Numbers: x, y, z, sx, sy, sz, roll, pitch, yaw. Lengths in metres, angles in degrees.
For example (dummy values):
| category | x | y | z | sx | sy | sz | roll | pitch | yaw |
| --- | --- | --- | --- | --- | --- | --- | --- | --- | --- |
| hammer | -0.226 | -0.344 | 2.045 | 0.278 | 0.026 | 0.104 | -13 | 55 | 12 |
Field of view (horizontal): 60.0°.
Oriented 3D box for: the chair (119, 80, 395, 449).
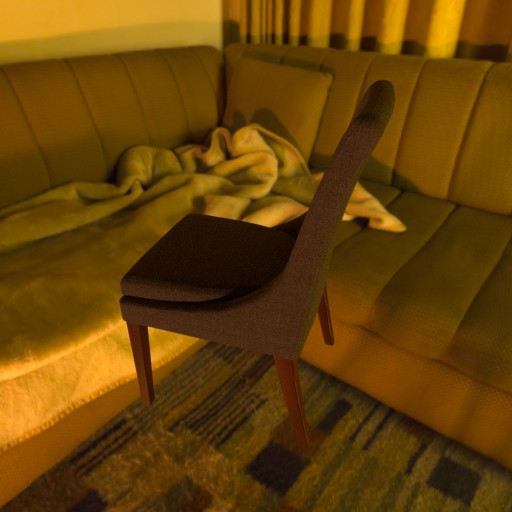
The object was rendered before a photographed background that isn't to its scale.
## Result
| category | x | y | z | sx | sy | sz | roll | pitch | yaw |
| --- | --- | --- | --- | --- | --- | --- | --- | --- | --- |
| chair | 0.000 | 0.000 | 1.315 | 0.655 | 0.952 | 0.508 | 9 | 32 | 15 |
